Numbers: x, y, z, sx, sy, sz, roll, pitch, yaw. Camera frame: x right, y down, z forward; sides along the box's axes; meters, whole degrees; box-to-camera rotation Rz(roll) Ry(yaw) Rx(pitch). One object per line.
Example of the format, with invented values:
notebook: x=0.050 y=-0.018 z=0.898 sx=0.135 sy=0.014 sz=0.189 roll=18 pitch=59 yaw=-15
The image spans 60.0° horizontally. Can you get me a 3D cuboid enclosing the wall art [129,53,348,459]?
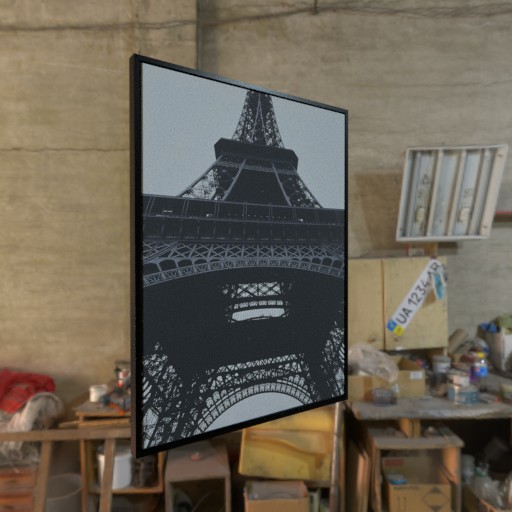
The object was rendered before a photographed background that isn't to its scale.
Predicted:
wall art: x=0.000 y=0.000 z=1.408 sx=0.805 sy=1.062 sz=0.040 roll=0 pitch=1 yaw=-36
